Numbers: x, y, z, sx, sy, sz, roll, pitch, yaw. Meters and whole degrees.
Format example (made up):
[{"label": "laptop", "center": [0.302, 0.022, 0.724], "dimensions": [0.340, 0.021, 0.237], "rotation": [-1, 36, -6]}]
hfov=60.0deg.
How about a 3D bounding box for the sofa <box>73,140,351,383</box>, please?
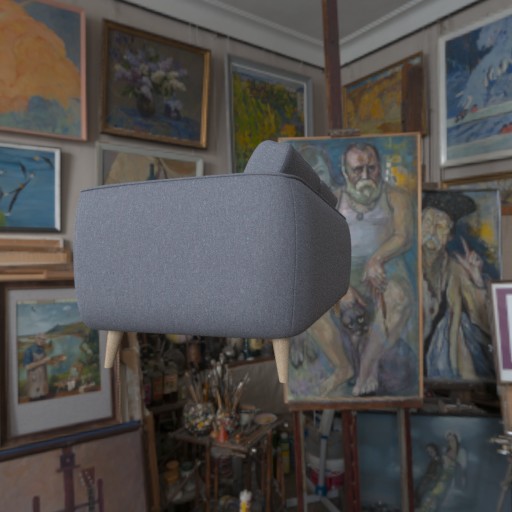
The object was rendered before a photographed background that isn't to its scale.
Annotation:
[{"label": "sofa", "center": [0.000, 0.000, 2.503], "dimensions": [0.920, 0.870, 2.000], "rotation": [0, 0, 17]}]
